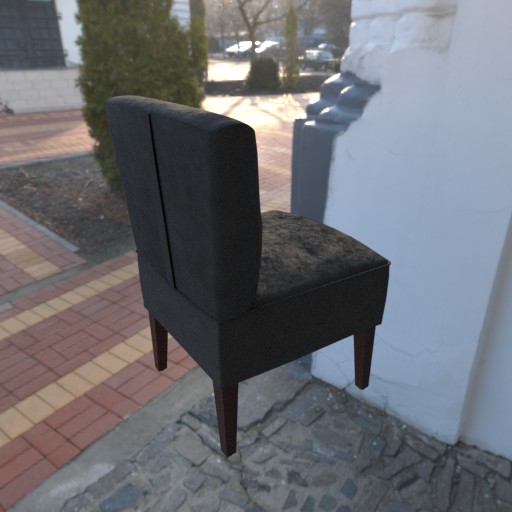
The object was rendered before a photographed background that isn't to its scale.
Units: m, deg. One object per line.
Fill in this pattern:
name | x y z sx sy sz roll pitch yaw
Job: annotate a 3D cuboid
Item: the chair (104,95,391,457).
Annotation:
chair | 0.000 0.000 1.173 0.554 0.806 0.521 -17 30 -32
